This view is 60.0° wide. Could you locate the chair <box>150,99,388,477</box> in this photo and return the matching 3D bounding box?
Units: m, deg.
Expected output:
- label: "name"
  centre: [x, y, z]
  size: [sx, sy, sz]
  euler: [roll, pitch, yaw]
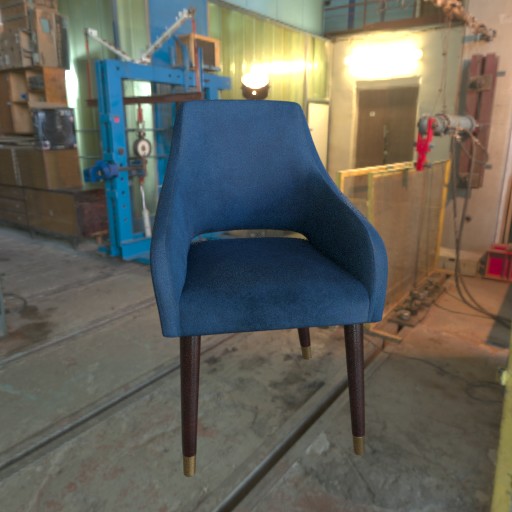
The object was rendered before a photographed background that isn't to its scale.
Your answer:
- label: "chair"
  centre: [0.000, 0.000, 1.551]
  size: [0.683, 1.081, 0.794]
  euler: [-3, 16, -9]
